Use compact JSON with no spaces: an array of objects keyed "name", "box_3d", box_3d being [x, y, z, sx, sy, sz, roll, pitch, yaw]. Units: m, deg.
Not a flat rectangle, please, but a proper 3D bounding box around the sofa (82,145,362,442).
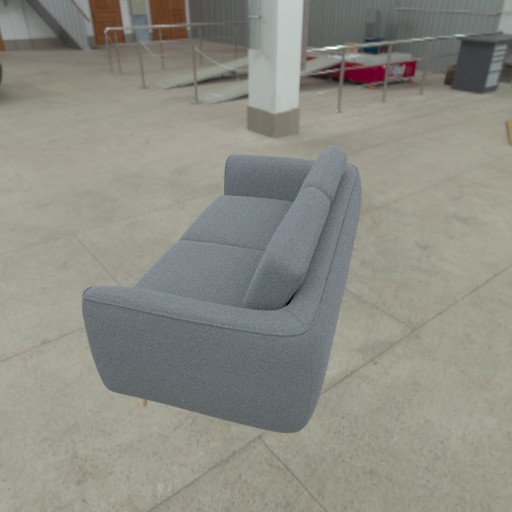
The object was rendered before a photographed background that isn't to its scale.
[{"name":"sofa","box_3d":[0.000,0.000,2.240,0.920,0.850,1.700,9,32,14]}]
